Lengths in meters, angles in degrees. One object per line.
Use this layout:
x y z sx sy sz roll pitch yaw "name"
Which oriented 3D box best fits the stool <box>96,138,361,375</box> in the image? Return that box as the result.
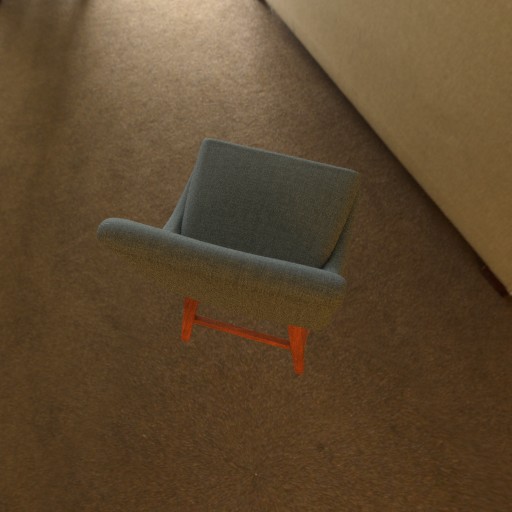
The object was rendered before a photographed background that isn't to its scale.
0.000 0.000 1.198 0.467 0.895 0.524 14 65 7 "stool"
